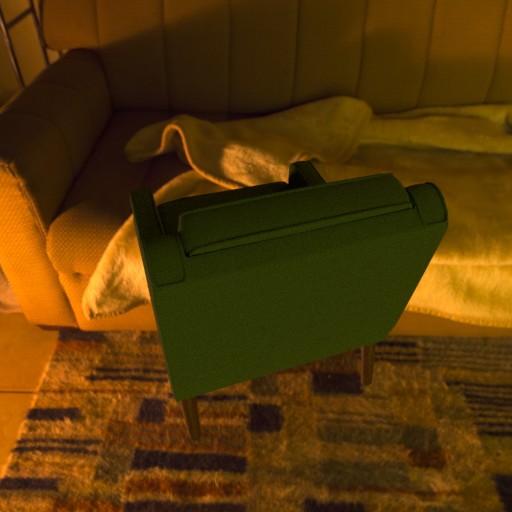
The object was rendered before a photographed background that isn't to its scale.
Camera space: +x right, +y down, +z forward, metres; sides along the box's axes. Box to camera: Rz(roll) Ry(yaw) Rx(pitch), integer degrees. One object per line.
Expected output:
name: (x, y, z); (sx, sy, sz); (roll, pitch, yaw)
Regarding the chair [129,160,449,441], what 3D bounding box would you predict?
chair: (0.000, 0.000, 1.351); (0.663, 0.792, 0.743); (-13, 43, -14)
